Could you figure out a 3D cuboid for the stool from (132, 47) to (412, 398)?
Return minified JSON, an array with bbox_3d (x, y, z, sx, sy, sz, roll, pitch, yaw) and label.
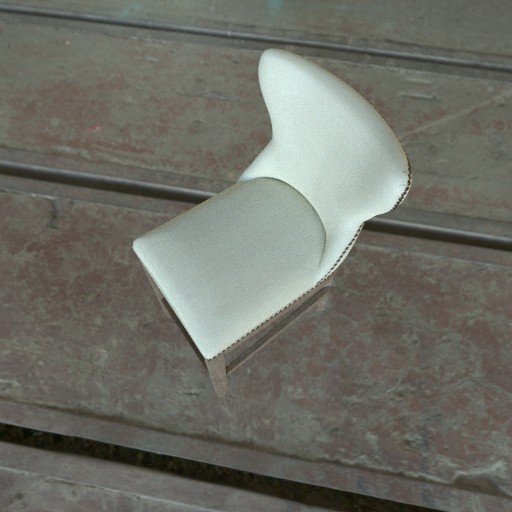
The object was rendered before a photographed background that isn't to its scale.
[{"bbox_3d":[0.000,0.000,1.344,0.608,0.981,0.498,-32,68,-15],"label":"stool"}]
